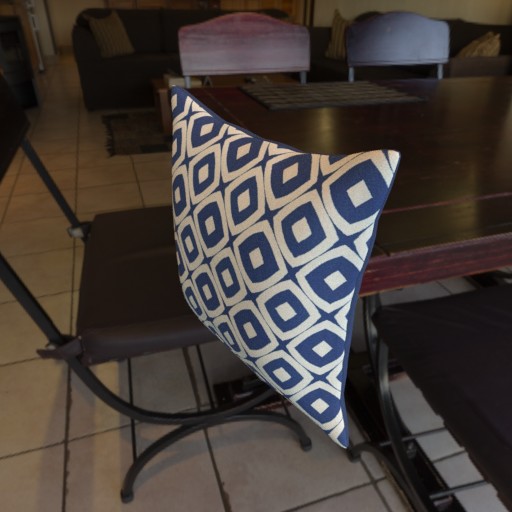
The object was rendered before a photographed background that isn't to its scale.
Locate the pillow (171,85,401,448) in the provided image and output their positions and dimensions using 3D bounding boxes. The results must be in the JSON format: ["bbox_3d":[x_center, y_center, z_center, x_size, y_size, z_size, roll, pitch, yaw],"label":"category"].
[{"bbox_3d":[0.000,0.000,0.764,0.188,0.494,0.504,-21,37,-31],"label":"pillow"}]
